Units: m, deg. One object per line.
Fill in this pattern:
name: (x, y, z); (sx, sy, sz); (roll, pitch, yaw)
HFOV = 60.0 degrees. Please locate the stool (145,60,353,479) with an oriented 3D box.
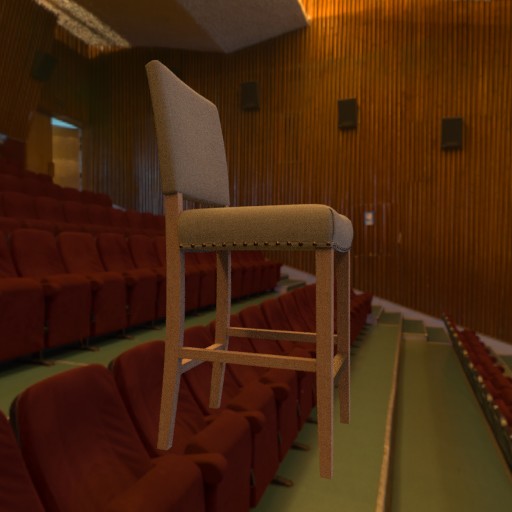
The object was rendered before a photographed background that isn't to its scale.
stool: (0.000, 0.000, 1.452); (0.585, 1.173, 0.445); (0, 0, 18)
